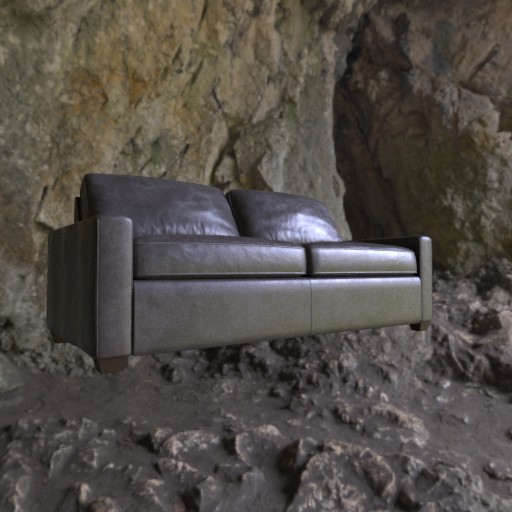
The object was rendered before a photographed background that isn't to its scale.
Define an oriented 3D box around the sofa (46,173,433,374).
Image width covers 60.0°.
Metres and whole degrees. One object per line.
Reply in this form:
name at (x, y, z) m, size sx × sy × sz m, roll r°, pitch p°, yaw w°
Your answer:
sofa at (0.000, 0.000, 2.557) m, size 2.081 × 0.916 × 0.939 m, roll 1°, pitch -2°, yaw -35°
